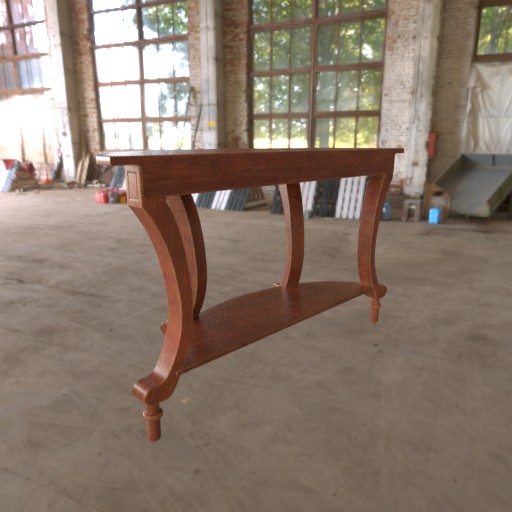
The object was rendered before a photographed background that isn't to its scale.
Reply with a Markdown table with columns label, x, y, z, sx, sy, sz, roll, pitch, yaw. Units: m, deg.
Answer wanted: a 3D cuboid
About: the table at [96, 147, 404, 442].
| label | x | y | z | sx | sy | sz | roll | pitch | yaw |
| --- | --- | --- | --- | --- | --- | --- | --- | --- | --- |
| table | 0.000 | 0.000 | 1.498 | 1.198 | 0.699 | 0.394 | -14 | 20 | -43 |
